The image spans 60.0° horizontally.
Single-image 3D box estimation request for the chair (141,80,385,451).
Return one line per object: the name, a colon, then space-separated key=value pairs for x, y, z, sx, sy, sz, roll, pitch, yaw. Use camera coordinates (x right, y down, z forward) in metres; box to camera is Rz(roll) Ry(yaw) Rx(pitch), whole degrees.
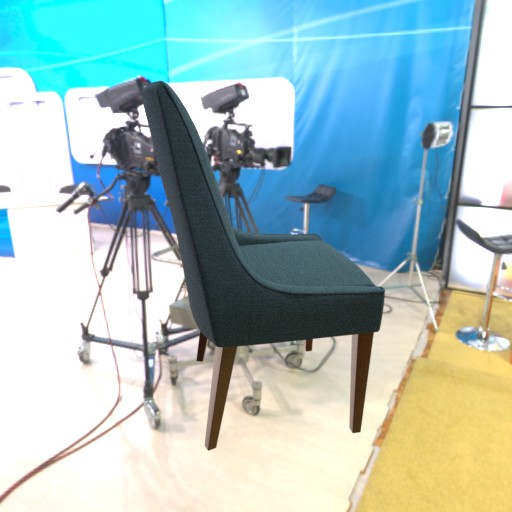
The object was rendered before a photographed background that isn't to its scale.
chair: x=0.000 y=0.000 z=1.205 sx=0.544 sy=0.861 sz=0.529 roll=-3 pitch=17 yaw=-10
